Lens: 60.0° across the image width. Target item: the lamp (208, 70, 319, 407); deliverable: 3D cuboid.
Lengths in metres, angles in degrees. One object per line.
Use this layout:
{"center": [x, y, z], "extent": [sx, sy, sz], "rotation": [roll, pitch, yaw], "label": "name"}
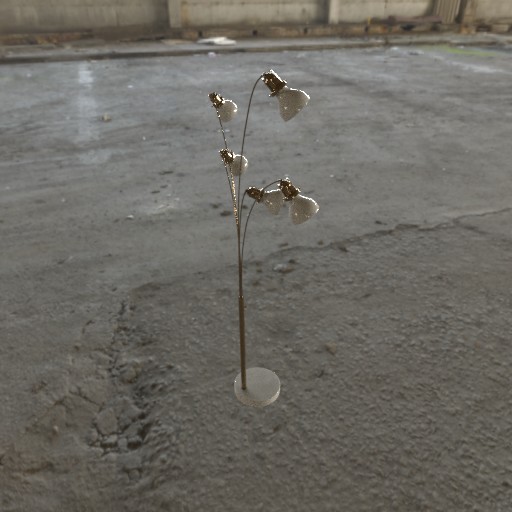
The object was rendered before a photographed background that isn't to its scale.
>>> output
{"center": [0.000, 0.000, 2.938], "extent": [0.361, 2.423, 1.405], "rotation": [-10, 32, -16], "label": "lamp"}
